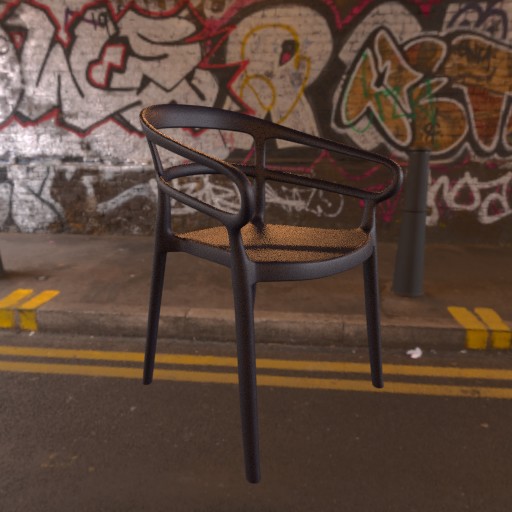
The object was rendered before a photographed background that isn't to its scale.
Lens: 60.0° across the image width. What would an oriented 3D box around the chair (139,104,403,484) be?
[{"bbox_3d":[0.000,0.000,1.131,0.527,0.761,0.559,14,20,43],"label":"chair"}]
